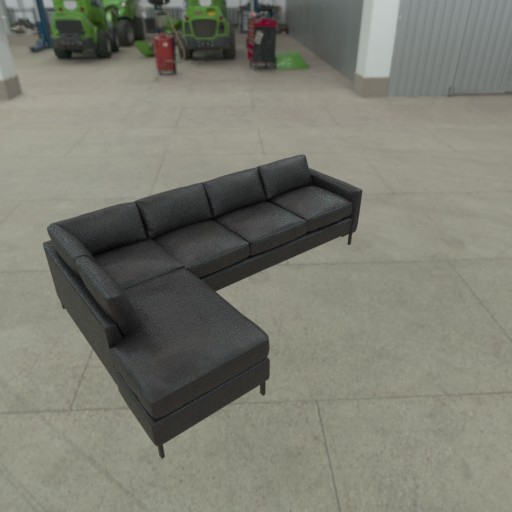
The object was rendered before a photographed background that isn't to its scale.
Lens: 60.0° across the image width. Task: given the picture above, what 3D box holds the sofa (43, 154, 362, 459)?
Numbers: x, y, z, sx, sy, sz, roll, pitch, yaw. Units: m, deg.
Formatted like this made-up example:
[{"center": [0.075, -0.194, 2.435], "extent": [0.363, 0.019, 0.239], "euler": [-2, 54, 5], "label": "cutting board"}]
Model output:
[{"center": [0.000, 0.000, 3.840], "extent": [2.984, 0.877, 1.938], "euler": [-22, 38, -32], "label": "sofa"}]
